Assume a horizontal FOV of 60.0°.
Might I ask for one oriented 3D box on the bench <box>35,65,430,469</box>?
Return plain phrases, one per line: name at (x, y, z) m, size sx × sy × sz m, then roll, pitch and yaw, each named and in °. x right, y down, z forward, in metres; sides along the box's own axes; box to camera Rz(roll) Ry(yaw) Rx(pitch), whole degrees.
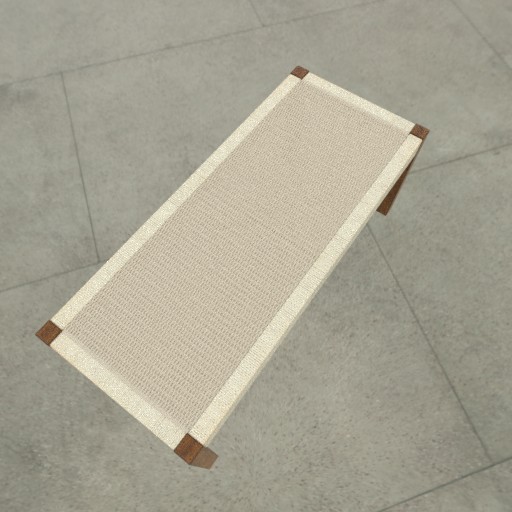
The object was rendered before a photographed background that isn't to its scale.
bench at (0.000, 0.000, 1.469) m, size 0.507 × 0.457 × 1.198 m, roll 33°, pitch 68°, yaw 15°
